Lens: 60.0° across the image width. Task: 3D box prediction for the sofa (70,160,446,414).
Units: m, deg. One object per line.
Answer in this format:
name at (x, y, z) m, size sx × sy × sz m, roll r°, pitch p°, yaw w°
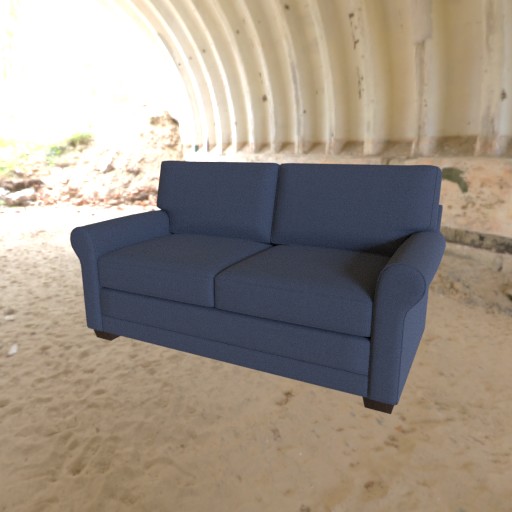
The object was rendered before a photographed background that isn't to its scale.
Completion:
sofa at (0.000, 0.000, 2.513) m, size 1.930 × 1.020 × 0.940 m, roll 7°, pitch 16°, yaw 26°
